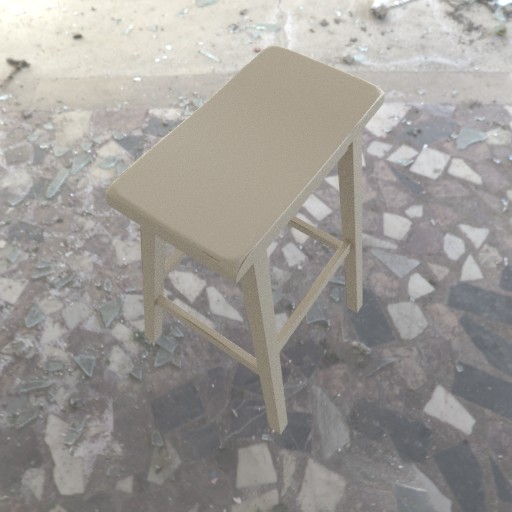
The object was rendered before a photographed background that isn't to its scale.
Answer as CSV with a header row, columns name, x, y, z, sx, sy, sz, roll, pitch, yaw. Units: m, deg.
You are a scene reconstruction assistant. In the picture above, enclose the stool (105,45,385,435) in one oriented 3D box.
name,x,y,z,sx,sy,sz,roll,pitch,yaw
stool,0.000,0.000,1.018,0.476,0.737,0.457,31,63,18
